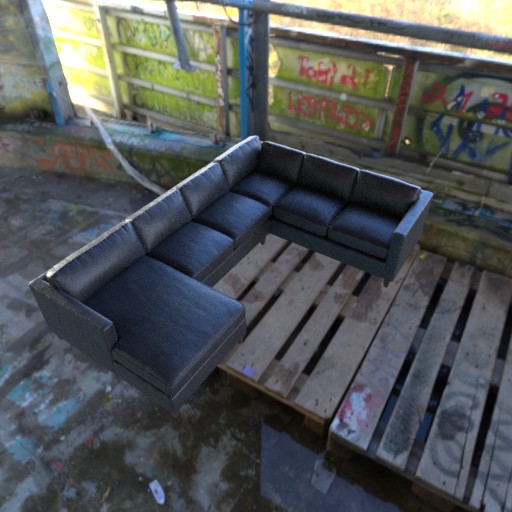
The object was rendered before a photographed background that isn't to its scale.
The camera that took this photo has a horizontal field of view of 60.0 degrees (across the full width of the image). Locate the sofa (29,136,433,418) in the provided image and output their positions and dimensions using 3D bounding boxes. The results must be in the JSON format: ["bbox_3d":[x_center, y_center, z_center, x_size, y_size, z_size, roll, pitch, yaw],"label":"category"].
[{"bbox_3d":[0.000,0.000,4.477,2.452,0.891,3.324,23,46,25],"label":"sofa"}]
